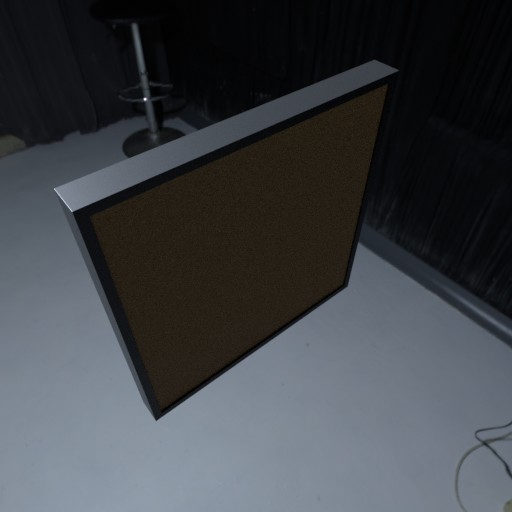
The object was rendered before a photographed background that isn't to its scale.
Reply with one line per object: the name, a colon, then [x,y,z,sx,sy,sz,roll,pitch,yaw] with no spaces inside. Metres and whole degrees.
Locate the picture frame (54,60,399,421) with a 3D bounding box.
picture frame: [0.000,0.000,0.468,0.317,0.317,0.030,-30,54,-25]
